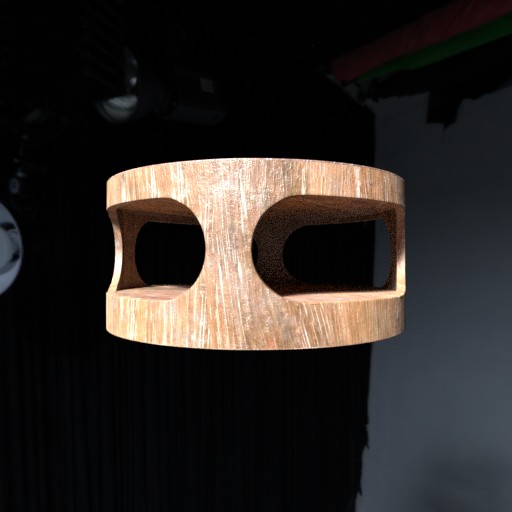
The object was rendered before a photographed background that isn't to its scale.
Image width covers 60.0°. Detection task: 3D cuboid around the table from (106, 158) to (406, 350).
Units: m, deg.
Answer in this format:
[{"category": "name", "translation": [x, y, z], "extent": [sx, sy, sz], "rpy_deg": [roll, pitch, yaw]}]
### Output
[{"category": "table", "translation": [0.000, 0.000, 1.526], "extent": [0.974, 0.450, 0.974], "rpy_deg": [0, -1, 0]}]
